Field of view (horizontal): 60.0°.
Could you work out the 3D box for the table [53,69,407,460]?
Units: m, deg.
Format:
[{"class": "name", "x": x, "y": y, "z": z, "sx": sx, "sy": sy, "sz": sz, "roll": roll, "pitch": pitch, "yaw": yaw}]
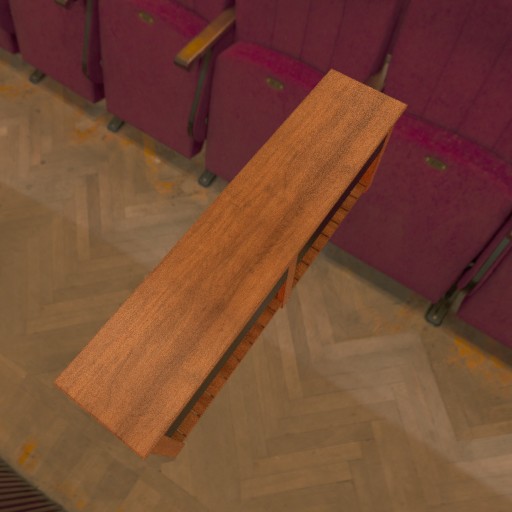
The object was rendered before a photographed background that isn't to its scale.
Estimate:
[{"class": "table", "x": 0.000, "y": 0.000, "z": 2.046, "sx": 0.425, "sy": 0.635, "sz": 1.815, "roll": 32, "pitch": 68, "yaw": 15}]
